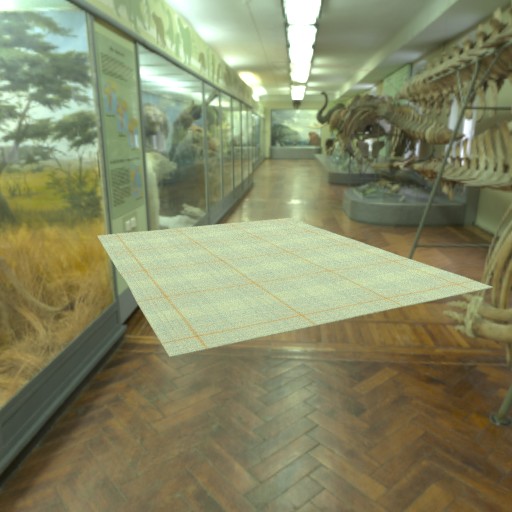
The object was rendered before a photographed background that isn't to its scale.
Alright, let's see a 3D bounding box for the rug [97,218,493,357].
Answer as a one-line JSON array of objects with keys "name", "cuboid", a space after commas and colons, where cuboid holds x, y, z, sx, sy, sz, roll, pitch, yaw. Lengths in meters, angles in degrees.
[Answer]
[{"name": "rug", "cuboid": [0.000, 0.000, 4.099, 2.448, 0.021, 3.051, -7, 17, -25]}]
